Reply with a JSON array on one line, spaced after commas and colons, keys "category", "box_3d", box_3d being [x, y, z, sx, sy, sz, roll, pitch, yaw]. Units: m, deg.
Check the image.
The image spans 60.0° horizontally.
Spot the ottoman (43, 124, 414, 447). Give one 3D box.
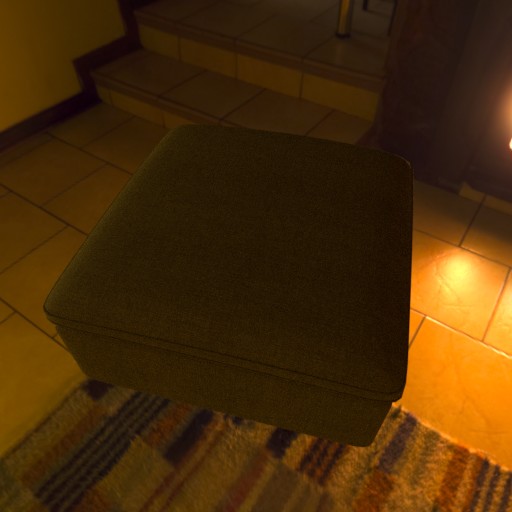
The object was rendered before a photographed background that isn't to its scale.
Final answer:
[{"category": "ottoman", "box_3d": [0.000, 0.000, 1.666, 1.067, 0.559, 1.067, 11, 48, 10]}]
